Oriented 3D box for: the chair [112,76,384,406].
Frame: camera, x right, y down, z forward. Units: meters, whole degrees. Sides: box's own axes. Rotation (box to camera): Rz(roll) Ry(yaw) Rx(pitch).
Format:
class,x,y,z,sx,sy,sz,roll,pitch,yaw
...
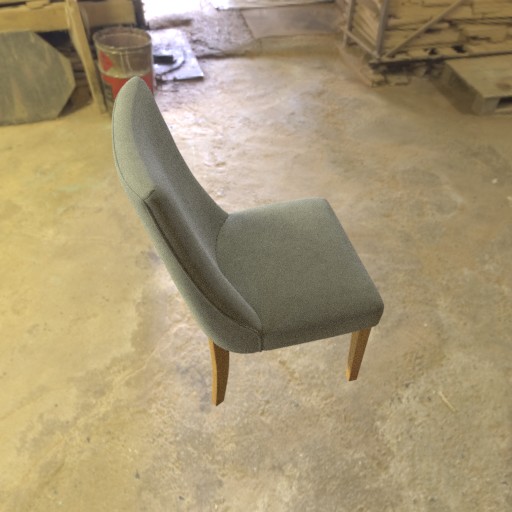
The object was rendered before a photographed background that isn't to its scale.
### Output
class,x,y,z,sx,sy,sz,roll,pitch,yaw
chair,0.000,0.000,1.264,0.610,0.902,0.495,-10,47,-9
